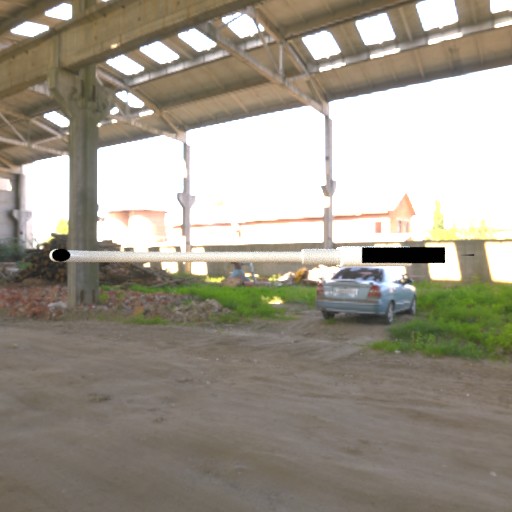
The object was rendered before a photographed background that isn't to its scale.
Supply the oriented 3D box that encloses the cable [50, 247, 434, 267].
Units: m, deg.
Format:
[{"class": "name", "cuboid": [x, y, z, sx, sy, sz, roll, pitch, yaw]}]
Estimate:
[{"class": "cable", "cuboid": [0.000, 0.000, 0.110, 0.098, 0.006, 0.040, 0, -1, 0]}]
